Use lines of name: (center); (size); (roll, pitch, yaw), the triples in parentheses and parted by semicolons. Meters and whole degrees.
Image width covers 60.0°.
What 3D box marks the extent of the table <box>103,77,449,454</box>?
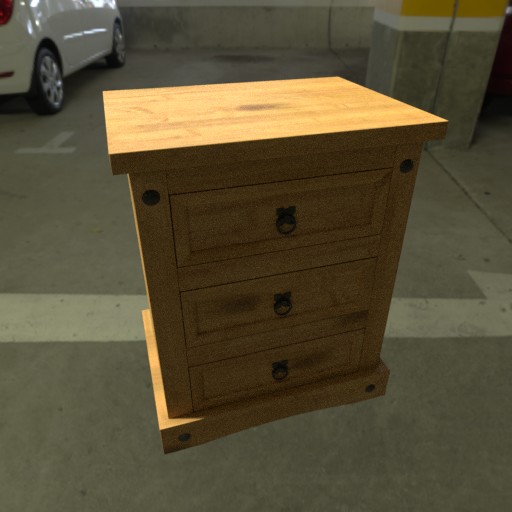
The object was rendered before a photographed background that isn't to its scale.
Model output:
table: (0.000, 0.000, 1.224); (0.660, 0.813, 0.500); (-9, 33, -15)
